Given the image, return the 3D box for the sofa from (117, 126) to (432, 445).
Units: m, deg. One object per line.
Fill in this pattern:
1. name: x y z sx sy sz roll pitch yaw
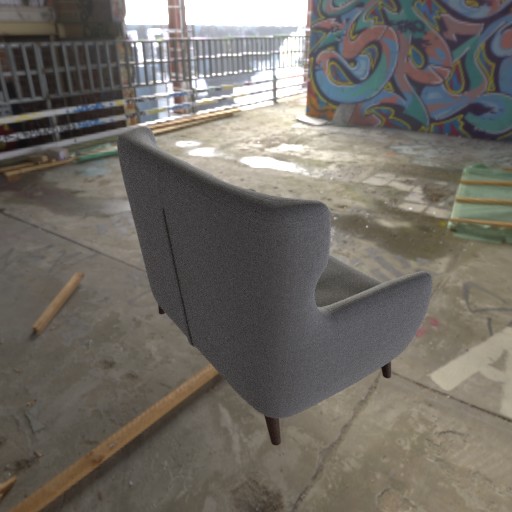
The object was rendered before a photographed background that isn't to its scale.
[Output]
1. sofa: 0.000 0.000 2.066 0.884 1.028 1.386 -18 32 -30
